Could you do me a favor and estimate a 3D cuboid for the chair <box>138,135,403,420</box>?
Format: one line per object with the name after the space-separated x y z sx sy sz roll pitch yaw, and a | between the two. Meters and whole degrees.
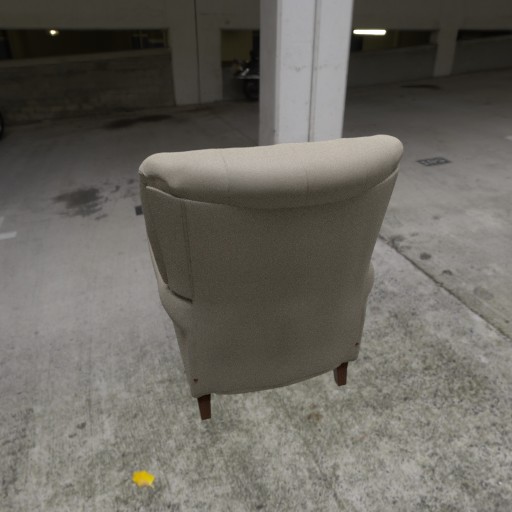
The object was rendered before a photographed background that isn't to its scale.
0.000 0.000 1.951 0.943 1.158 1.059 -8 29 -16 | chair
